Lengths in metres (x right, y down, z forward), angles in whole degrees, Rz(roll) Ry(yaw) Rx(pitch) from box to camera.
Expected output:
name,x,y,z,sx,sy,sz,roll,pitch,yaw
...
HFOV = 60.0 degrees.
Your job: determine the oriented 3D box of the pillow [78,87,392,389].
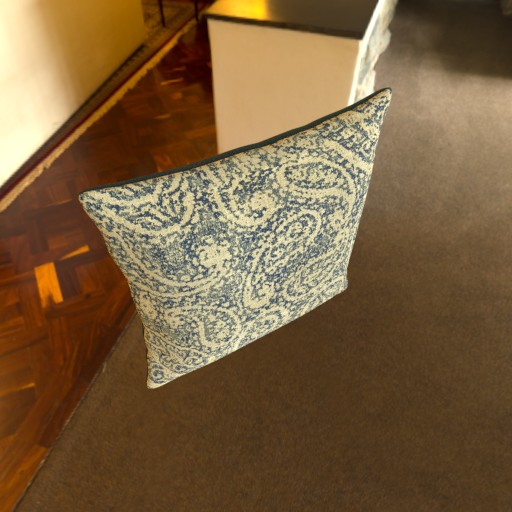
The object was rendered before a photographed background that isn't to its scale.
name,x,y,z,sx,sy,sz,roll,pitch,yaw
pillow,0.000,0.000,0.817,0.523,0.510,0.166,-24,52,-20
